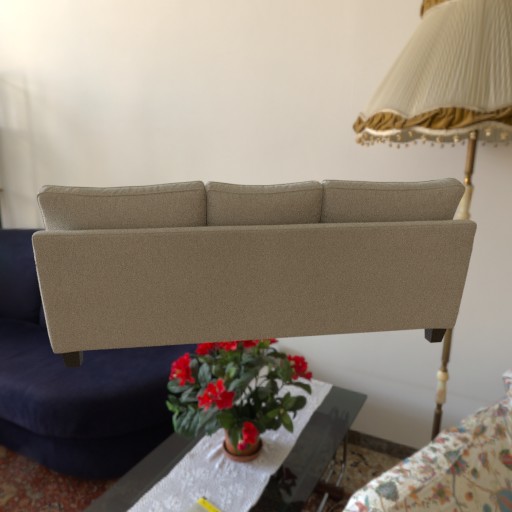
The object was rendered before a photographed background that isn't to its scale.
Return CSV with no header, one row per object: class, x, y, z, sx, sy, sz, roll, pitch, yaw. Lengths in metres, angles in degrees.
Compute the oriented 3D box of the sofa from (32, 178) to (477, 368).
sofa,0.000,0.000,2.789,2.323,0.991,1.016,-2,15,-8
